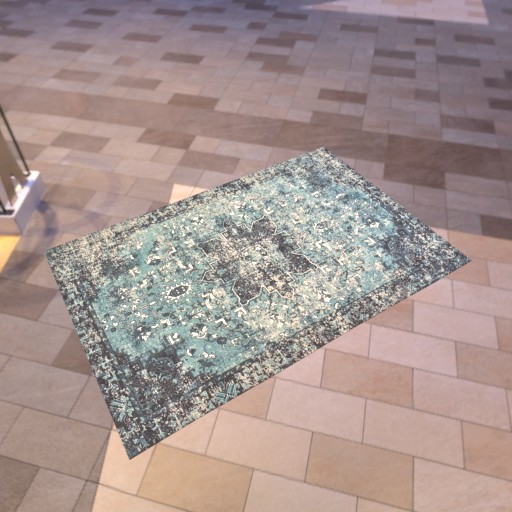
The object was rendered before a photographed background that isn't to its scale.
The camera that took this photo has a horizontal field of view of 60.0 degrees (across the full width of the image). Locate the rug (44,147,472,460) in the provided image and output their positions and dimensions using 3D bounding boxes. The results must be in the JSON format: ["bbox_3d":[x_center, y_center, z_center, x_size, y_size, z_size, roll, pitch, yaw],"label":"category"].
[{"bbox_3d":[0.000,0.000,2.270,1.828,0.005,1.219,-24,51,-21],"label":"rug"}]
